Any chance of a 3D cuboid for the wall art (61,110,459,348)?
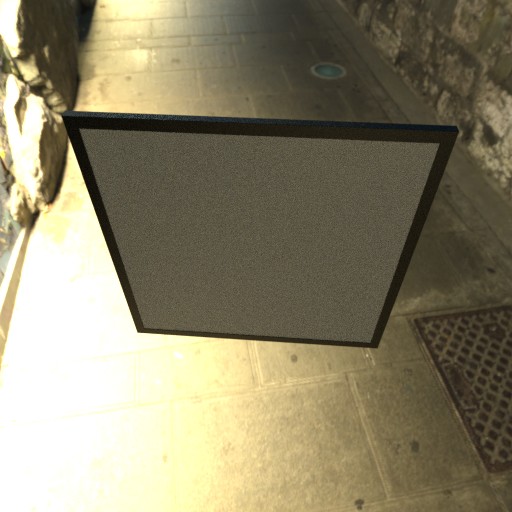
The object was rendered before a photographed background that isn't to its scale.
[{"bbox_3d":[0.000,0.000,1.198,0.807,0.807,0.022,3,47,3],"label":"wall art"}]
